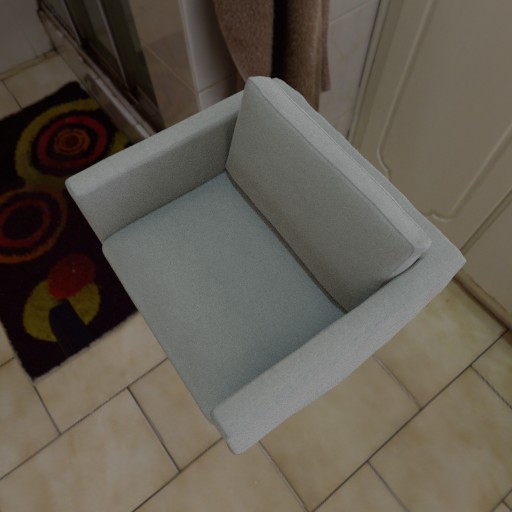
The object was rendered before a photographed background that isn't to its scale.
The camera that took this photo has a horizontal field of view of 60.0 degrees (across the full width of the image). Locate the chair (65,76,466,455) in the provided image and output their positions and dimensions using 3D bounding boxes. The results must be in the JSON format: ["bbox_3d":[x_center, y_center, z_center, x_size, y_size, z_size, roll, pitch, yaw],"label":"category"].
[{"bbox_3d":[0.000,0.000,1.699,0.949,0.863,1.057,-32,67,-15],"label":"chair"}]
